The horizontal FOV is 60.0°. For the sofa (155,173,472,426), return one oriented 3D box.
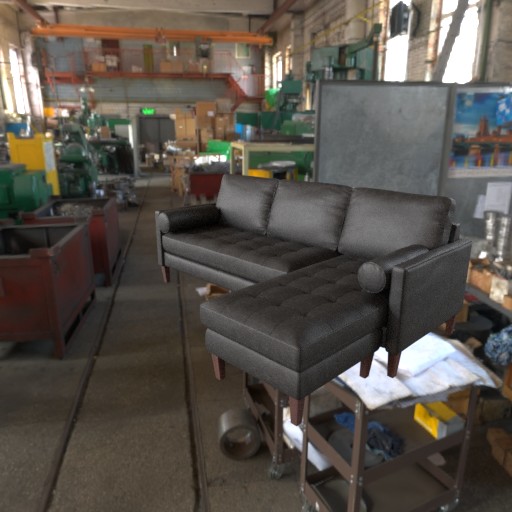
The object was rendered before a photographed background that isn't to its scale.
[{"bbox_3d":[0.000,0.000,2.915,1.497,0.876,2.178,-15,22,-42],"label":"sofa"}]
